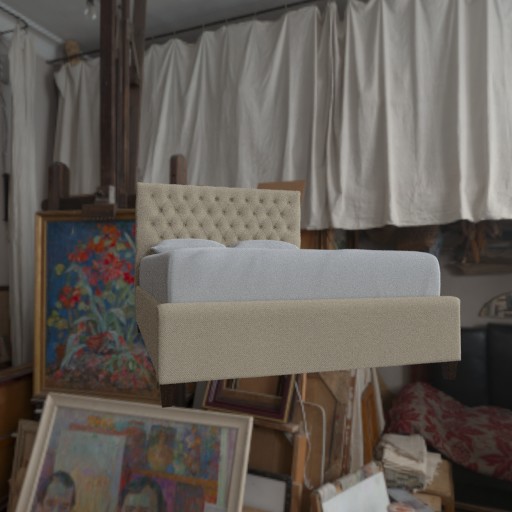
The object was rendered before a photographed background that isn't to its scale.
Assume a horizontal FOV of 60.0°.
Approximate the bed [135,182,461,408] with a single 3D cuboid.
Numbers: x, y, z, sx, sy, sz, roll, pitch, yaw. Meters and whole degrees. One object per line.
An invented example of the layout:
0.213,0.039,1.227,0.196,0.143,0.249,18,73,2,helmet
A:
0.000,0.000,3.373,1.698,1.427,2.387,0,-1,-17,bed
